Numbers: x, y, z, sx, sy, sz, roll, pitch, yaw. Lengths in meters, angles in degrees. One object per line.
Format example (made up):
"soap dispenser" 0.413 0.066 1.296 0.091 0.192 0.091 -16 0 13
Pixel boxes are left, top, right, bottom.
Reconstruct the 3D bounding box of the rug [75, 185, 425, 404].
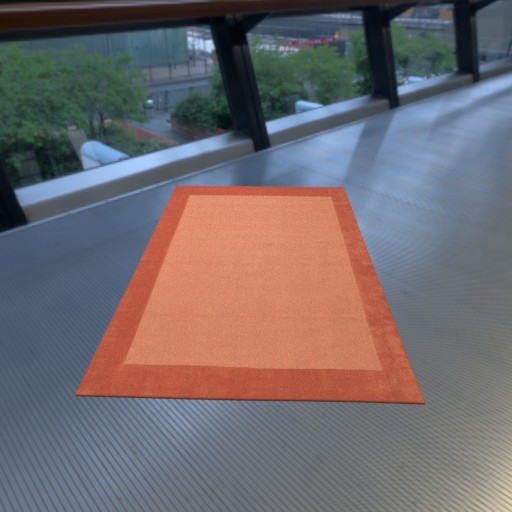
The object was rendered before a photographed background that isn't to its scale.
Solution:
"rug" 0.000 0.000 2.968 1.524 0.014 2.438 1 31 1
